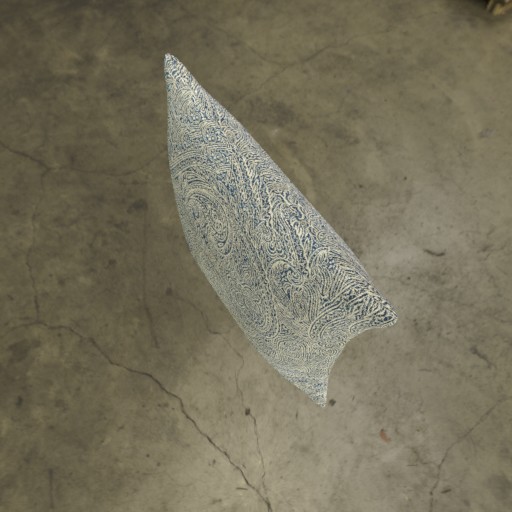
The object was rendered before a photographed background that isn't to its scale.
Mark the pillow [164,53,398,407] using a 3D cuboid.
[{"bbox_3d":[0.000,0.000,0.794,0.166,0.510,0.523,-30,66,-15],"label":"pillow"}]
